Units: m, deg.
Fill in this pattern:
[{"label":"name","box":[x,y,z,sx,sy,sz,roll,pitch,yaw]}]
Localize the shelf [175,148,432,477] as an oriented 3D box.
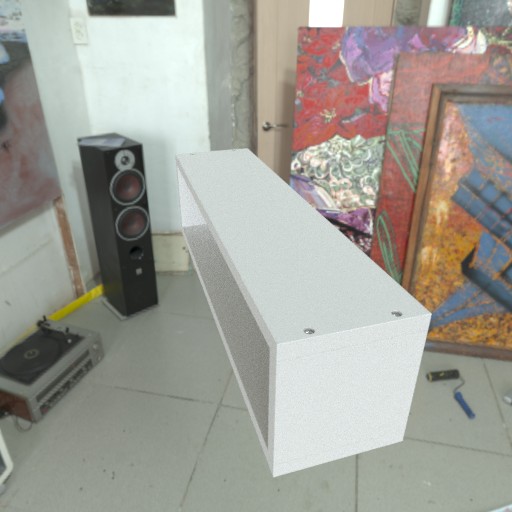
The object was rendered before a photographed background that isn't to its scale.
[{"label":"shelf","box":[0.000,0.000,0.682,0.150,0.170,0.610,-8,29,-15]}]
